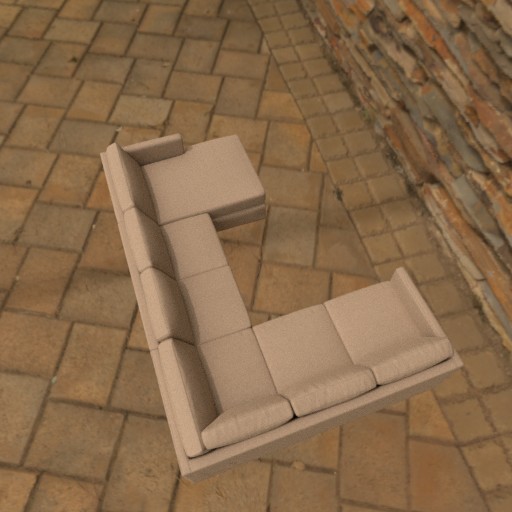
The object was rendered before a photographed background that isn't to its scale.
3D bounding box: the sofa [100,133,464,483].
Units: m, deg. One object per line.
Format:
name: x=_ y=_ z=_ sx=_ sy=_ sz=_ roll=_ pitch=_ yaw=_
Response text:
sofa: x=0.000 y=0.000 z=4.491 sx=2.427 sy=0.882 sz=3.460 roll=-18 pitch=60 yaw=-10
